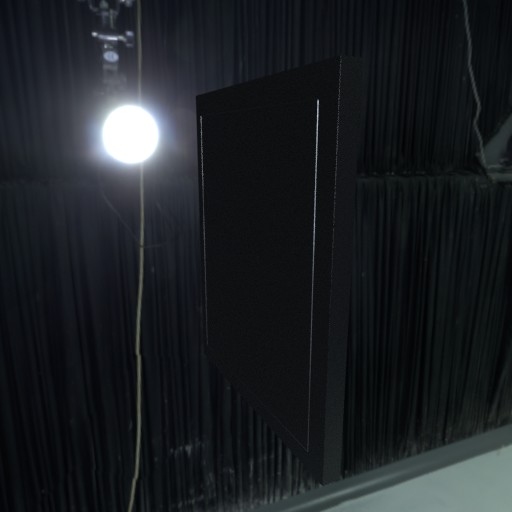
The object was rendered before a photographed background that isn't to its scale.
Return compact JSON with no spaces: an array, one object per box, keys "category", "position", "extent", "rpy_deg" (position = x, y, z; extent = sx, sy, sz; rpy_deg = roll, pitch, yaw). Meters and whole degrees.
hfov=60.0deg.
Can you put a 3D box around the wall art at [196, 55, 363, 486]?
[{"category":"wall art","position":[0.000,0.000,0.757],"extent":[0.031,0.558,0.461],"rpy_deg":[-7,16,-27]}]
